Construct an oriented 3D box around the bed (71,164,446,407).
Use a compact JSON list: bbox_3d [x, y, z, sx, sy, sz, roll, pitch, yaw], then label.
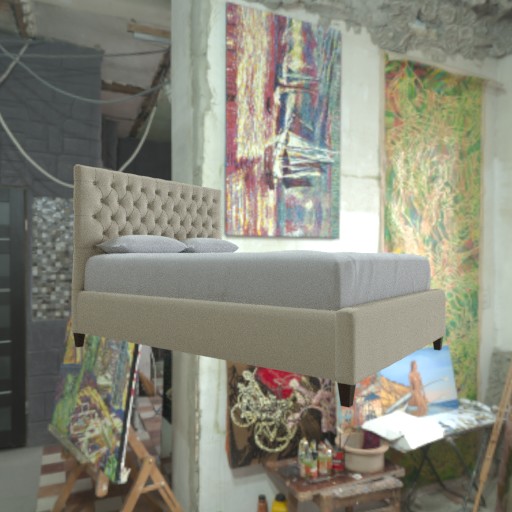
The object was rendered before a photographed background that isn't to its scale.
[{"bbox_3d":[0.000,0.000,3.434,2.387,1.427,1.698,0,0,37],"label":"bed"}]
